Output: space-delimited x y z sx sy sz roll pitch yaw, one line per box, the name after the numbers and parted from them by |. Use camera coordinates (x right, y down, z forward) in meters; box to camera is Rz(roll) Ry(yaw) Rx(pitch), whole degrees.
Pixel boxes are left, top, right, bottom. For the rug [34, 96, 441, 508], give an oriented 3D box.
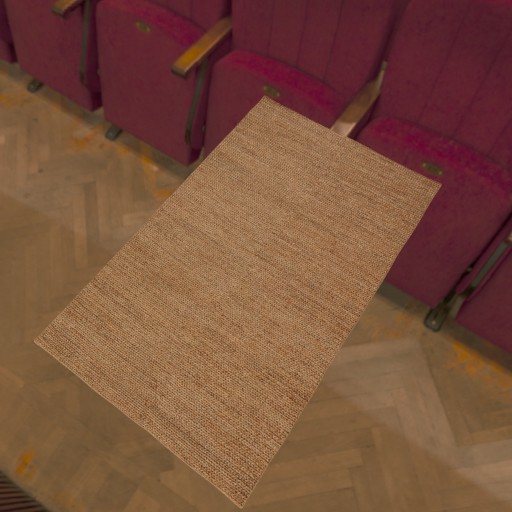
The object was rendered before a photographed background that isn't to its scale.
0.000 0.000 2.887 1.521 0.034 2.438 32 67 15 | rug
